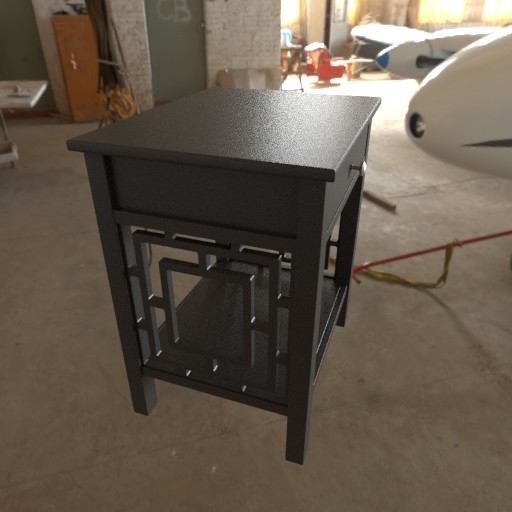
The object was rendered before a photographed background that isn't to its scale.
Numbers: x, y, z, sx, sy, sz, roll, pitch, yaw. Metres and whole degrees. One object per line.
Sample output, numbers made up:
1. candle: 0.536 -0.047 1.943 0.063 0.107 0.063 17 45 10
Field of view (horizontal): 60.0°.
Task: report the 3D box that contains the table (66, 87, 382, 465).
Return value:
1. table: 0.000 0.000 1.039 0.451 0.646 0.564 10 31 17
